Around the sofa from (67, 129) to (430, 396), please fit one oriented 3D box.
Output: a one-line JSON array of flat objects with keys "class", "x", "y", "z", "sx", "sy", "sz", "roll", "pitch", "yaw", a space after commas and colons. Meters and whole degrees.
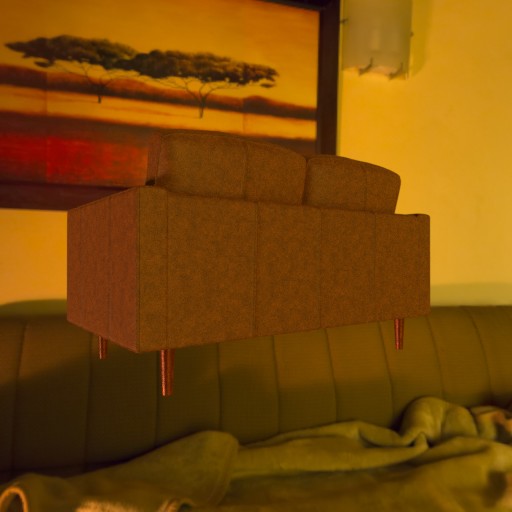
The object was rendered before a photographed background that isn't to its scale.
[{"class": "sofa", "x": 0.000, "y": 0.000, "z": 2.189, "sx": 1.578, "sy": 0.951, "sz": 0.909, "roll": 0, "pitch": 0, "yaw": -36}]
